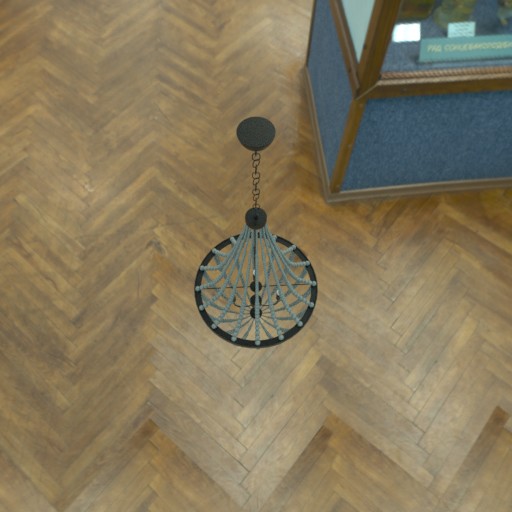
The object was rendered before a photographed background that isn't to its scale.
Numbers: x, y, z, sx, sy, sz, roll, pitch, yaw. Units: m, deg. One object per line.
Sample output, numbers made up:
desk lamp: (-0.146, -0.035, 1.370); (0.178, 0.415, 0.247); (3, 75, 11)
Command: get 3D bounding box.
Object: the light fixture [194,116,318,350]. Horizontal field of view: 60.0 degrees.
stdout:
light fixture: (0.000, 0.000, 1.391); (0.450, 1.133, 0.450); (0, 64, 0)
